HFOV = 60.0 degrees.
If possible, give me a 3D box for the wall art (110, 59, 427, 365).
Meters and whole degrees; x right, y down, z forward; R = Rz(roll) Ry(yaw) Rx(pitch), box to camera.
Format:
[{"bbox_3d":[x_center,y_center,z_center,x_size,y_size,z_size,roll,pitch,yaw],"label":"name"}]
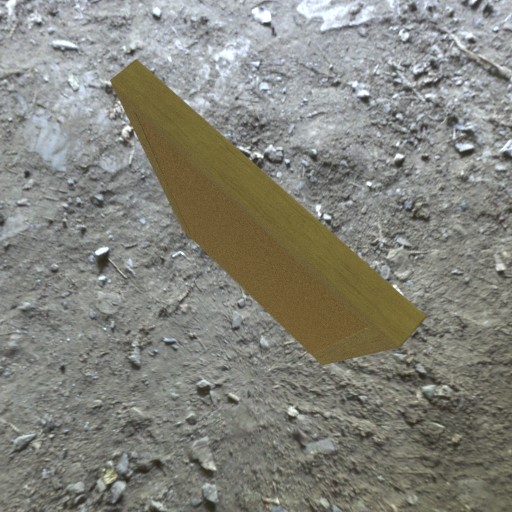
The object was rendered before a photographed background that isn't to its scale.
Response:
[{"bbox_3d":[0.000,0.000,0.525,0.312,0.380,0.030,43,79,11],"label":"wall art"}]
